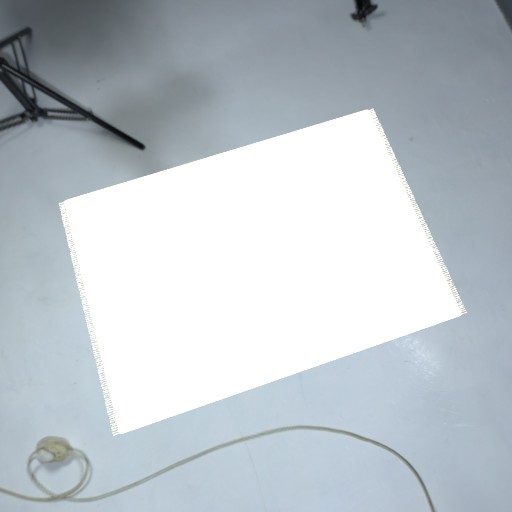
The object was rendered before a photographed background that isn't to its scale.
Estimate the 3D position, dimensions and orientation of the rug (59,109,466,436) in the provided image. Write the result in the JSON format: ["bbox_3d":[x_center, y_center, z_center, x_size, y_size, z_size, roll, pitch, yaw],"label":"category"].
[{"bbox_3d":[0.000,0.000,2.822,2.233,0.011,1.514,-18,76,-5],"label":"rug"}]
